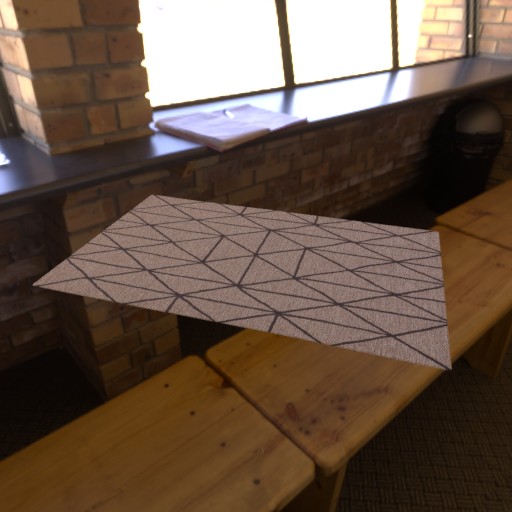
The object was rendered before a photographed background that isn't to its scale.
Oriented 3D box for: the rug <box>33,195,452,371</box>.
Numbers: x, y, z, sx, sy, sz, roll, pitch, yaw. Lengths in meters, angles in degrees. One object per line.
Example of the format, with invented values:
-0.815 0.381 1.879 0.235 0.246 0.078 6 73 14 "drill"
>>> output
0.000 0.000 3.092 2.465 0.008 1.526 9 32 15 "rug"
